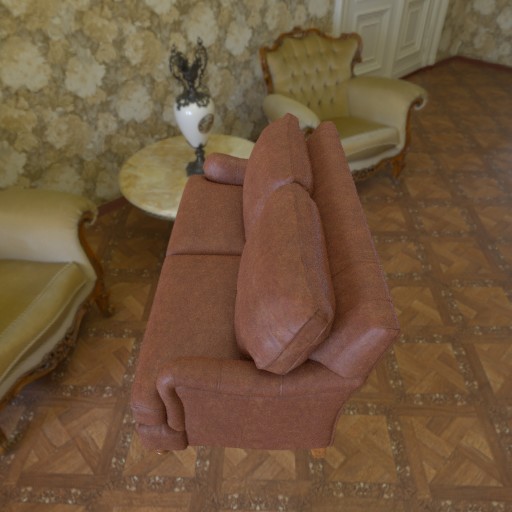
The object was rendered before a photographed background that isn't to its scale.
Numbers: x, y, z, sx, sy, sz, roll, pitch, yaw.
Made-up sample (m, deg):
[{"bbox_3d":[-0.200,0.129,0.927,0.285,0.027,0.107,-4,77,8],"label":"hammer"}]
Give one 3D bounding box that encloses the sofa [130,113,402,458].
[{"bbox_3d":[0.000,0.000,2.751,1.147,1.071,2.144,0,39,0],"label":"sofa"}]
